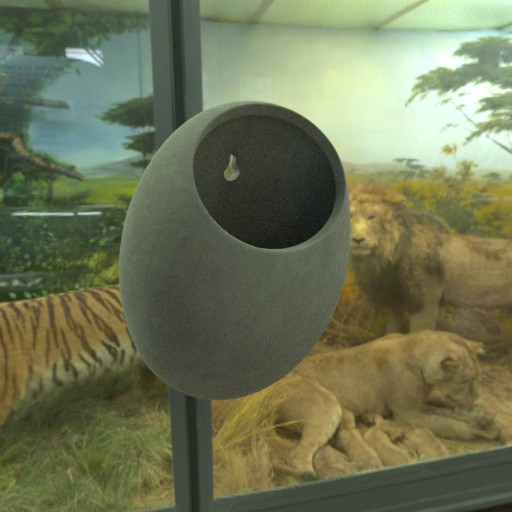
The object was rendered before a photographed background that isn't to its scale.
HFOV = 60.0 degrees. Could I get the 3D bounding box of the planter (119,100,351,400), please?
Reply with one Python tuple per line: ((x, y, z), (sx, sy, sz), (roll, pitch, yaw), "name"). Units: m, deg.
((0.000, 0.000, 0.283), (0.185, 0.188, 0.071), (-13, 19, -42), "planter")
